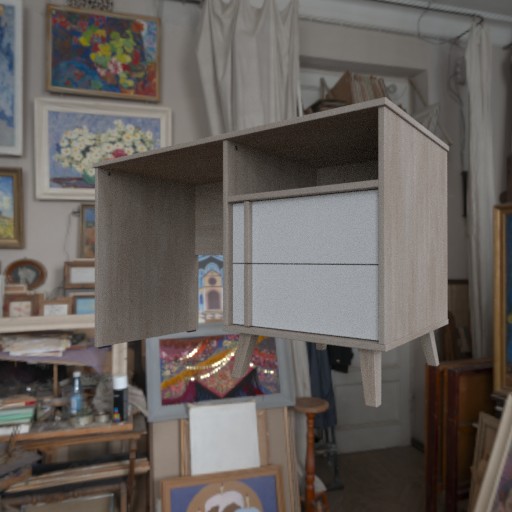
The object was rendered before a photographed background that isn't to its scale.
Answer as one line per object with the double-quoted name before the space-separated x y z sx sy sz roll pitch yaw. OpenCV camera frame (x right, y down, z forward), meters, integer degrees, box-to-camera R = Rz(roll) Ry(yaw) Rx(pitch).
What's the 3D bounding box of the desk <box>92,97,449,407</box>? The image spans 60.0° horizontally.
"desk" 0.000 0.000 1.697 1.251 0.770 0.600 0 0 37
